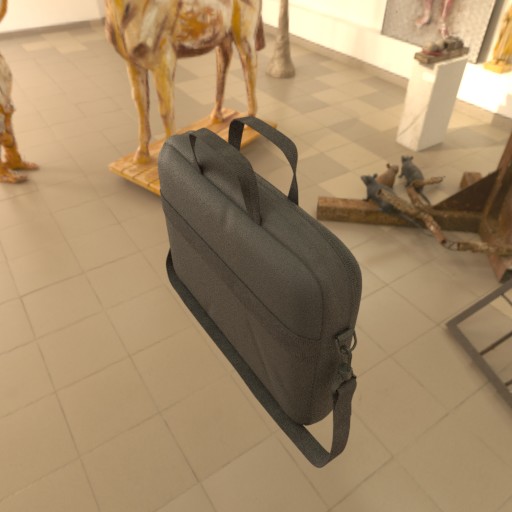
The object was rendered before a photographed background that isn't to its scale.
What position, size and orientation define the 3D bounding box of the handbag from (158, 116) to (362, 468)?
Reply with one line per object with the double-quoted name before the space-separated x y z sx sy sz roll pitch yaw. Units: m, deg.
"handbag" 0.000 0.000 0.422 0.089 0.244 0.320 -24 47 -25
